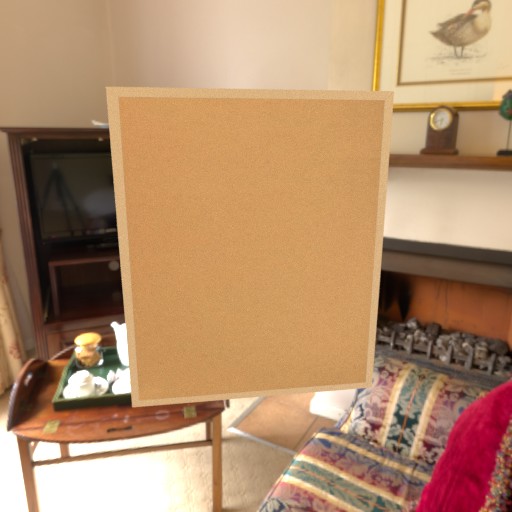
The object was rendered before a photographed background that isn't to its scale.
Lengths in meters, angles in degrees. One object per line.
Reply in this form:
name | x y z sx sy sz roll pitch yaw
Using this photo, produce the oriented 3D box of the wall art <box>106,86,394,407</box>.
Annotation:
wall art | 0.000 0.000 0.646 0.382 0.456 0.013 -2 15 -8
